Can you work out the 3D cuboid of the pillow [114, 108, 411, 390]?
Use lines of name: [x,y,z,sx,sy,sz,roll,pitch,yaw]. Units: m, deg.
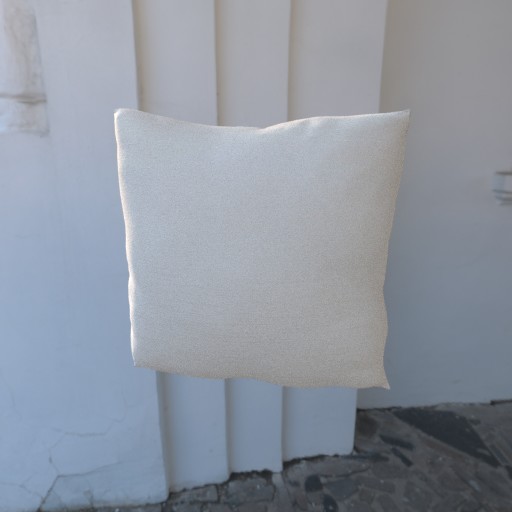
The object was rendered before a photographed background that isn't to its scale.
pillow: [0.000,0.000,0.704,0.450,0.448,0.245,2,16,8]
